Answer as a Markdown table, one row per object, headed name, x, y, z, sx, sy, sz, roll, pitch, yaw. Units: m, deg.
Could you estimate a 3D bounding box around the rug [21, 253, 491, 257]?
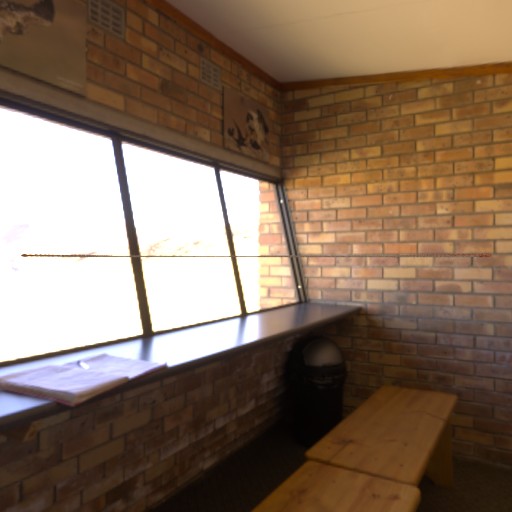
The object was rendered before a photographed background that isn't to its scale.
| name | x | y | z | sx | sy | sz | roll | pitch | yaw |
| --- | --- | --- | --- | --- | --- | --- | --- | --- | --- |
| rug | 0.000 | 0.000 | 2.556 | 2.092 | 0.017 | 1.232 | 0 | 0 | 0 |
